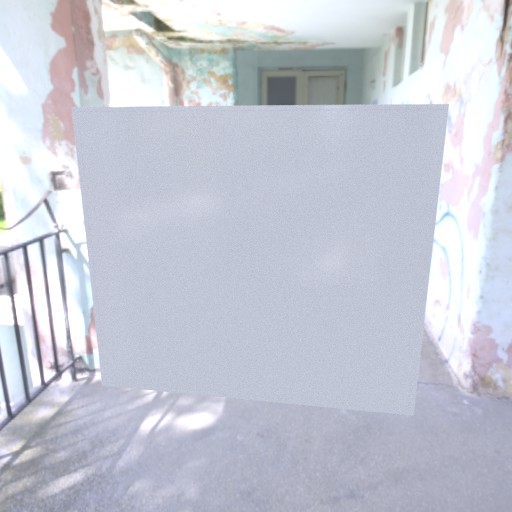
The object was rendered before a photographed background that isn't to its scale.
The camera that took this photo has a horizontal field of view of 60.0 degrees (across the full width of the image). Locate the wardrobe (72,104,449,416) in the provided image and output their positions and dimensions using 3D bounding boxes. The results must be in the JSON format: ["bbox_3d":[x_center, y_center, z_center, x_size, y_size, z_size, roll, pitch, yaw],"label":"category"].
[{"bbox_3d":[0.000,0.000,1.891,1.340,1.200,0.360,3,16,9],"label":"wardrobe"}]
